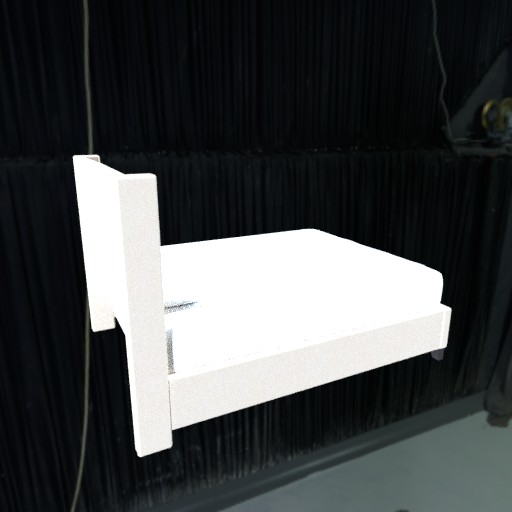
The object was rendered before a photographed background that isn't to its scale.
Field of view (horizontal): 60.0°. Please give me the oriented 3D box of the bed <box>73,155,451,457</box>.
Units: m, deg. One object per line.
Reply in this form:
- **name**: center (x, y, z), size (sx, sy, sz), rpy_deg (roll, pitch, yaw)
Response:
- **bed**: center (0.000, 0.000, 3.389), size (2.293, 1.471, 1.778), rpy_deg (-8, 18, -26)
